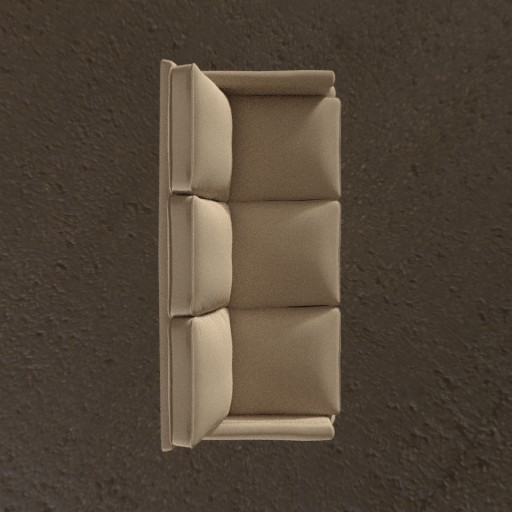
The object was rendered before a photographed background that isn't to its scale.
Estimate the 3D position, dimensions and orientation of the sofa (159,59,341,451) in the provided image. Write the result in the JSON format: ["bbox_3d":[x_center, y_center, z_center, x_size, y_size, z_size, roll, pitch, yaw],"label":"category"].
[{"bbox_3d":[0.000,0.000,2.795,1.084,1.003,2.246,0,90,-1],"label":"sofa"}]
